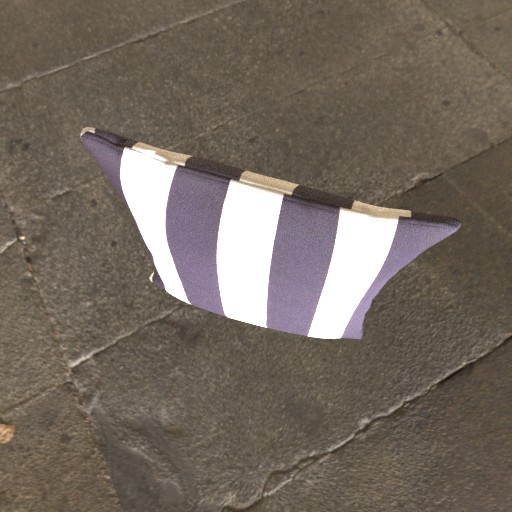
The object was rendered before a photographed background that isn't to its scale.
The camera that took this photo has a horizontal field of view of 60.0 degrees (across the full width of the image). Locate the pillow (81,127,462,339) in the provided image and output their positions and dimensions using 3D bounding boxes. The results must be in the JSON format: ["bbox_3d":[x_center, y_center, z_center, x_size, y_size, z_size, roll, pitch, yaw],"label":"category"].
[{"bbox_3d":[0.000,0.000,0.819,0.536,0.526,0.189,14,65,7],"label":"pillow"}]
